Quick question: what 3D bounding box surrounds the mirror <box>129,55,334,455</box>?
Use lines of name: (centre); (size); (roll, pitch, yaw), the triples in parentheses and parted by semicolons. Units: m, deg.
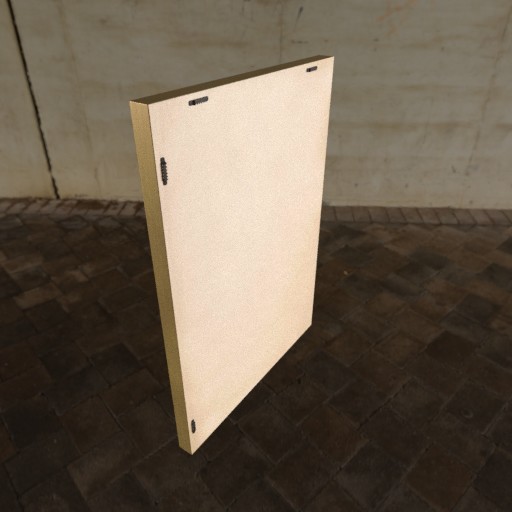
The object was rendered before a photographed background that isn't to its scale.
mirror: (0.000, 0.000, 0.921); (0.040, 0.710, 0.507); (21, 37, 29)
